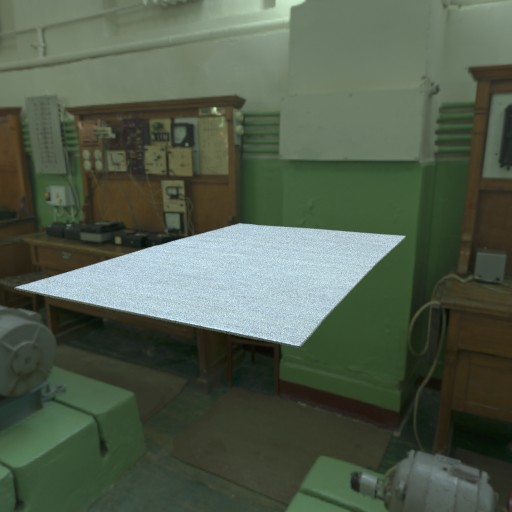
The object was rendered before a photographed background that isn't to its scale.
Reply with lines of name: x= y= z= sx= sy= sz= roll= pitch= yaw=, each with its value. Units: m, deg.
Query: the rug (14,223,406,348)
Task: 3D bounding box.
rug: x=0.000 y=0.000 z=2.234 sx=1.179 sy=0.022 sz=1.820 roll=7 pitch=15 yaw=26
